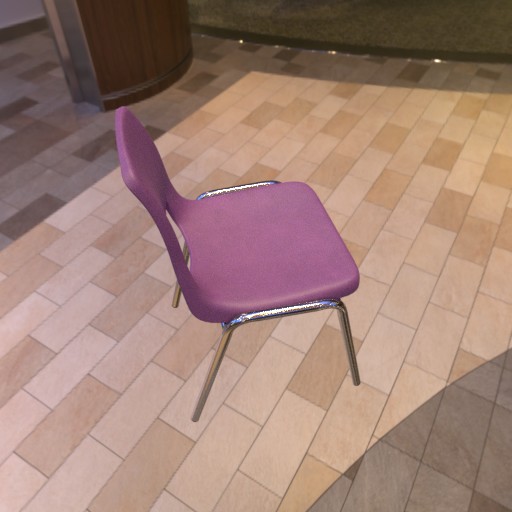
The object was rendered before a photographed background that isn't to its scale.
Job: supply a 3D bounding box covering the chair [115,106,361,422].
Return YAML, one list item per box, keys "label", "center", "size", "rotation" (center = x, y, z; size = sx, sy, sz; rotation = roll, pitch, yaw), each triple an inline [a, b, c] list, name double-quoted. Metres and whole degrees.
- label: "chair"
  center: [0.000, 0.000, 0.933]
  size: [0.432, 0.654, 0.381]
  rotation: [-11, 48, -10]
